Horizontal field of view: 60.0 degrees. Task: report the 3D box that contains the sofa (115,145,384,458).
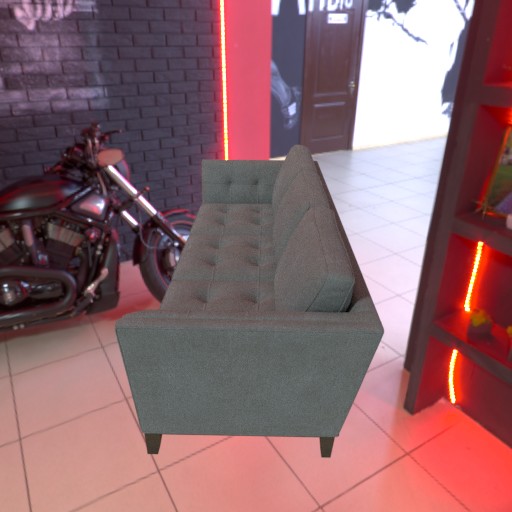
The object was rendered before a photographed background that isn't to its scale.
[{"bbox_3d":[0.000,0.000,2.759,0.965,0.940,2.387,1,26,1],"label":"sofa"}]
